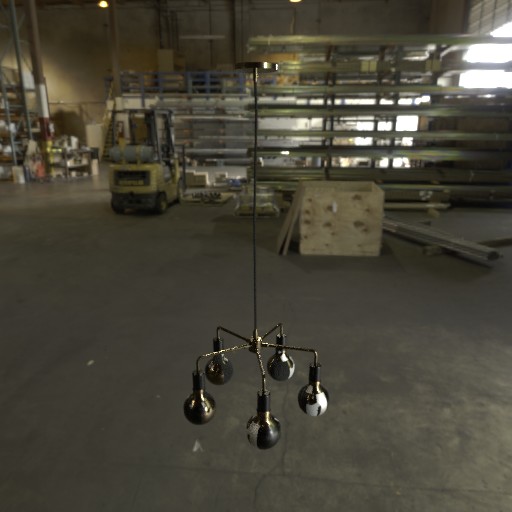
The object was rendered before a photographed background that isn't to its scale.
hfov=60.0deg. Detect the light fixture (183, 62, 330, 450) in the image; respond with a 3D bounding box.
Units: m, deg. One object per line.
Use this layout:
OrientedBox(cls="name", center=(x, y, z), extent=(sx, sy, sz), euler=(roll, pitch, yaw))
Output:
OrientedBox(cls="light fixture", center=(0.000, 0.000, 1.233), extent=(0.438, 0.988, 0.421), euler=(-2, 16, -7))
